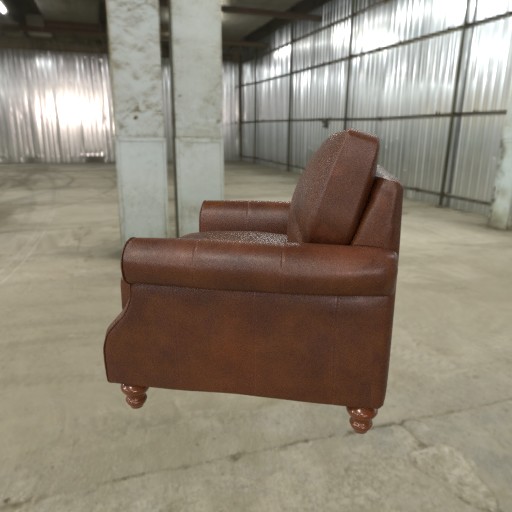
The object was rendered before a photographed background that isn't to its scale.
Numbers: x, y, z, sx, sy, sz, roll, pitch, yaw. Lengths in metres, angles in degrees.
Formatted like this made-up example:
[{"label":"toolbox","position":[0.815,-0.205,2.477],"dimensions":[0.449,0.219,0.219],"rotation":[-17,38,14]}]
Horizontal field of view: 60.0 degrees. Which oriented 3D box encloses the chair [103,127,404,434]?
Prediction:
[{"label":"chair","position":[0.000,0.000,1.761],"dimensions":[0.992,0.972,0.989],"rotation":[3,16,10]}]
